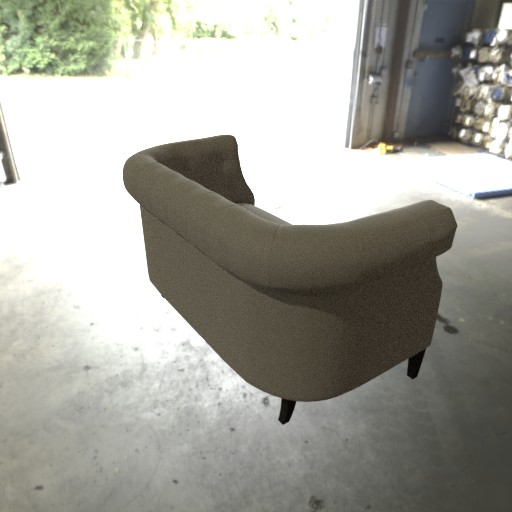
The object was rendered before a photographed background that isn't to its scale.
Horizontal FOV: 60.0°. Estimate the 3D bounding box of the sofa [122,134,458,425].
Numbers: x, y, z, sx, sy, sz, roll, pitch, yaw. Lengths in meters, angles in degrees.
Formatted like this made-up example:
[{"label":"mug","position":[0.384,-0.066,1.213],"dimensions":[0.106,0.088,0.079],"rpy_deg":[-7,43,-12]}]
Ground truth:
[{"label":"sofa","position":[0.000,0.000,2.054],"dimensions":[0.835,0.827,1.558],"rpy_deg":[-17,32,-31]}]
